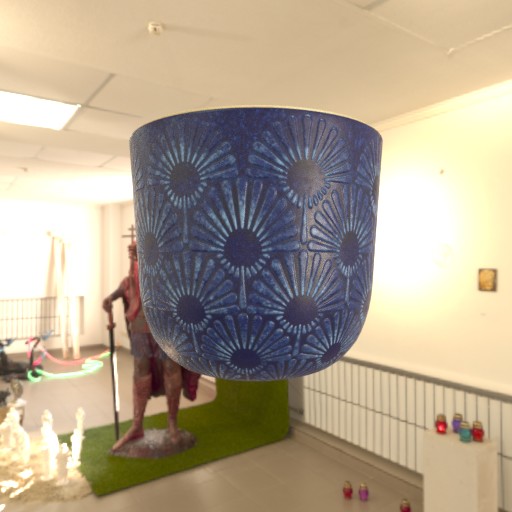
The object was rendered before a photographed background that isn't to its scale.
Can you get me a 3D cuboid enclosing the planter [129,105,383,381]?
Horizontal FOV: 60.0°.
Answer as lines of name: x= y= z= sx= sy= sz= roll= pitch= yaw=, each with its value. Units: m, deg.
planter: x=0.000 y=0.000 z=0.308 sx=0.170 sy=0.153 sz=0.170 roll=0 pitch=-1 yaw=0
